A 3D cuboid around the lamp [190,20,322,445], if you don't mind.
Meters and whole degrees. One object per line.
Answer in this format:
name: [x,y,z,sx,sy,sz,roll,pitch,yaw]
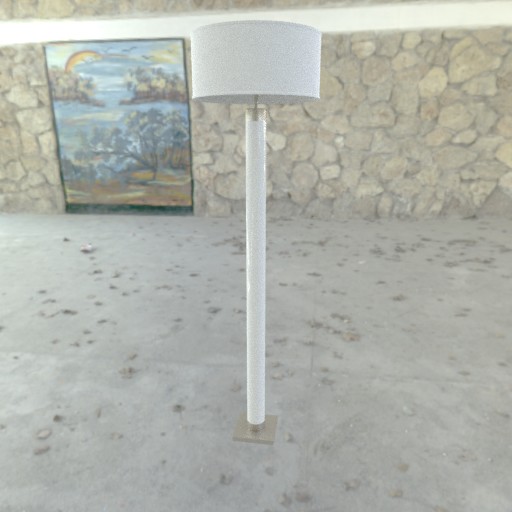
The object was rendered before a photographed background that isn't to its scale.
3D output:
lamp: [0.000,0.000,1.611,0.420,1.475,0.420,2,15,9]
